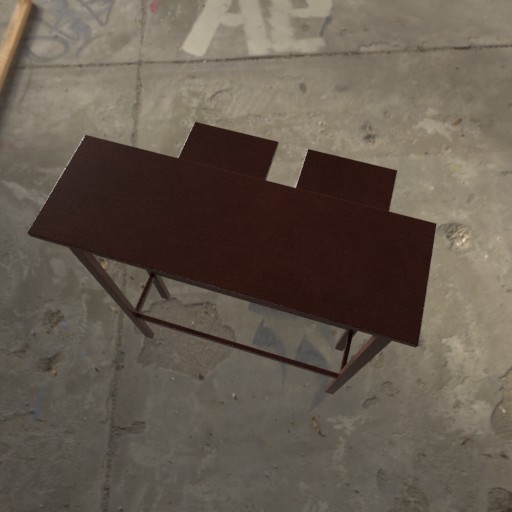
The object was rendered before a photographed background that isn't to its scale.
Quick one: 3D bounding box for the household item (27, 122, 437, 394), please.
[{"bbox_3d":[0.000,0.000,1.599,0.914,1.067,0.676,15,66,7],"label":"household item"}]
